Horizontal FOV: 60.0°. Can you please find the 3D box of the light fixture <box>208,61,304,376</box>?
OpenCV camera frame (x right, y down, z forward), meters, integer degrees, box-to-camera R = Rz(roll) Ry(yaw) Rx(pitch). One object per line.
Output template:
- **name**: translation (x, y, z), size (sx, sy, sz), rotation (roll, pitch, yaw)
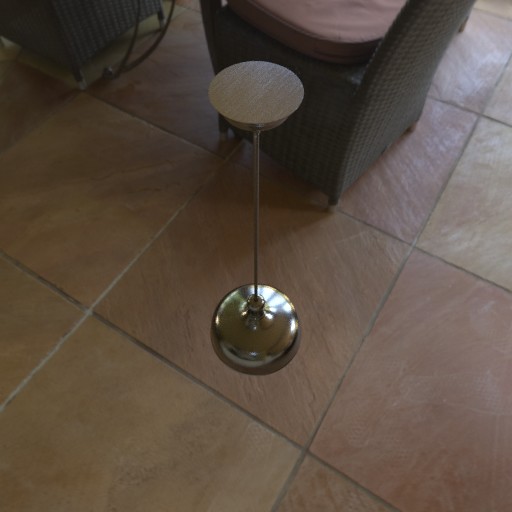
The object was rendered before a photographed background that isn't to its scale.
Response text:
- **light fixture**: translation (0.000, 0.000, 1.059), size (0.299, 0.935, 0.299), rotation (31, 63, 18)
